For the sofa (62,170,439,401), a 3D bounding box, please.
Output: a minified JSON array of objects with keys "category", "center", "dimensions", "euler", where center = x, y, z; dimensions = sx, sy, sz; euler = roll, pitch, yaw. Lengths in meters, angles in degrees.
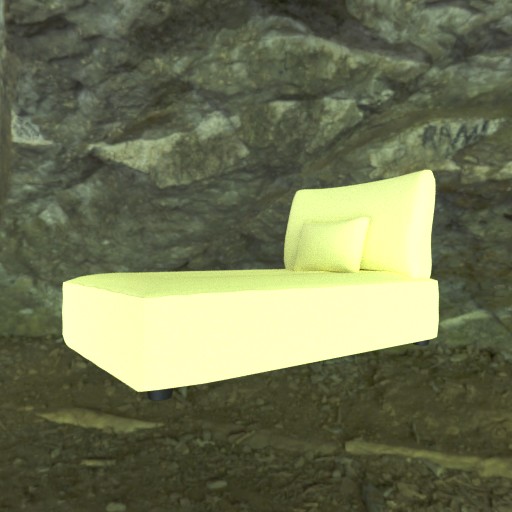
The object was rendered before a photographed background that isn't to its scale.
[{"category":"sofa","center":[0.000,0.000,2.005],"dimensions":[1.450,0.820,0.930],"euler":[0,0,-36]}]
